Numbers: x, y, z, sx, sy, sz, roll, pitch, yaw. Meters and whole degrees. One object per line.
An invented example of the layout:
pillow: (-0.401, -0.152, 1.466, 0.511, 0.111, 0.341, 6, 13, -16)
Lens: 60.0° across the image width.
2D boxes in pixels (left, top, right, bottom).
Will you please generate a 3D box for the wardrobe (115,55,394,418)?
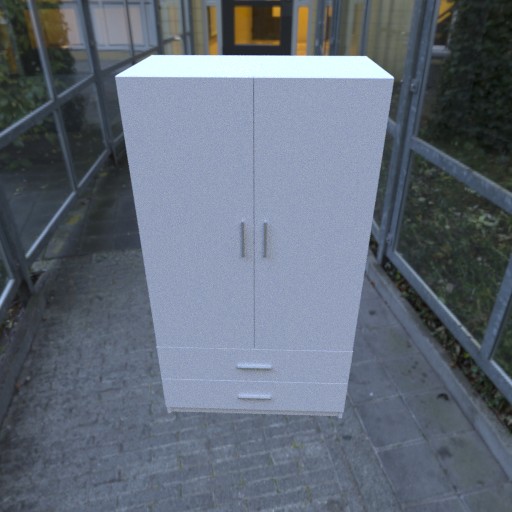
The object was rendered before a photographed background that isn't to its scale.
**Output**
wardrobe: (0.000, 0.000, 2.265, 0.991, 1.808, 0.577, 1, 31, 2)
